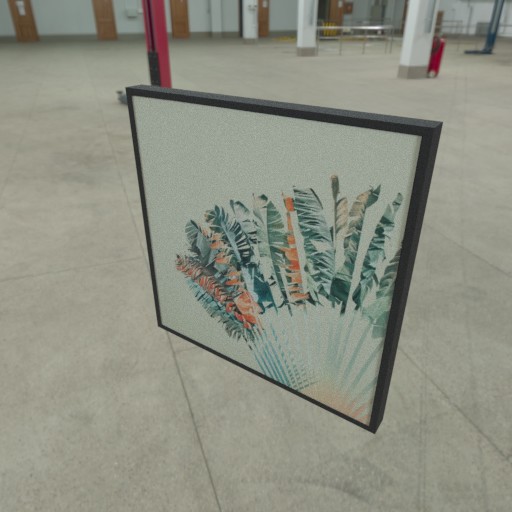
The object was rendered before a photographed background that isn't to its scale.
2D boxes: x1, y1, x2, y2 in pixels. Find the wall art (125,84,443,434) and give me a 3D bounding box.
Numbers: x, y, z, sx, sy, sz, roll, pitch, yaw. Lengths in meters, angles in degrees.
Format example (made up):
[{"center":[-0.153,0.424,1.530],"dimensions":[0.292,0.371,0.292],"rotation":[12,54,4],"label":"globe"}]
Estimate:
[{"center":[0.000,0.000,0.758],"dimensions":[0.509,0.507,0.037],"rotation":[19,34,30],"label":"wall art"}]
